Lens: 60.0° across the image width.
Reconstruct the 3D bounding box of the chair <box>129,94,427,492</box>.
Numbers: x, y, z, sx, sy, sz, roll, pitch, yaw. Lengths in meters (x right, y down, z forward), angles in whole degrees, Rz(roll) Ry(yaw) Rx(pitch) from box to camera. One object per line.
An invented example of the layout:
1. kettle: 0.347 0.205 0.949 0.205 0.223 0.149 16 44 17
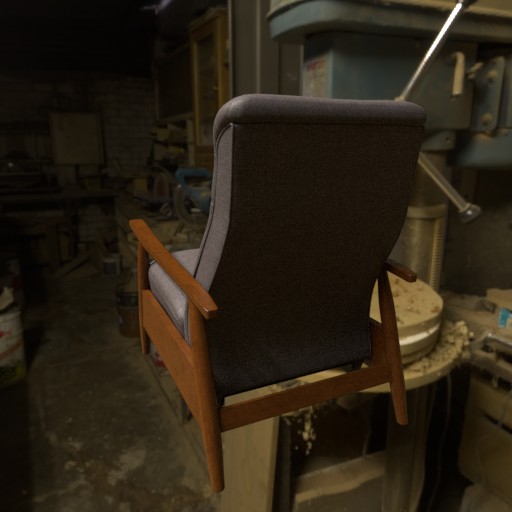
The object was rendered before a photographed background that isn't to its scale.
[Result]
1. chair: 0.000 0.000 1.703 0.762 1.081 1.014 -7 16 -25
